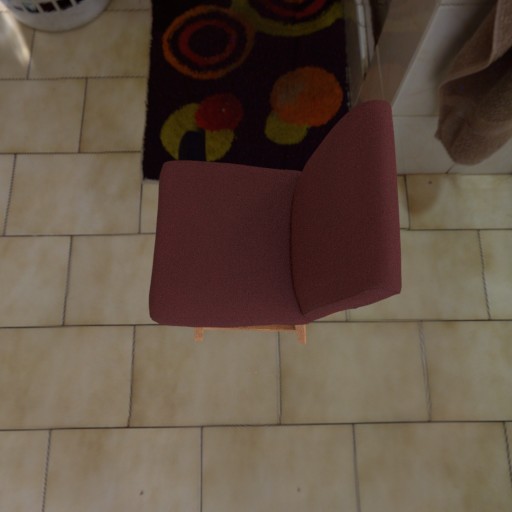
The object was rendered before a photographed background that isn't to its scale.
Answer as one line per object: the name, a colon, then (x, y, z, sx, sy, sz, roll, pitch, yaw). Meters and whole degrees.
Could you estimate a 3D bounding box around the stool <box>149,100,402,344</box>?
stool: (0.000, 0.000, 1.375, 0.562, 1.093, 0.468, 2, 75, 0)
